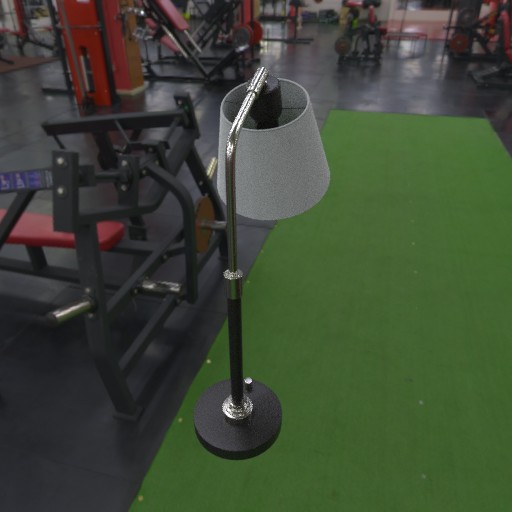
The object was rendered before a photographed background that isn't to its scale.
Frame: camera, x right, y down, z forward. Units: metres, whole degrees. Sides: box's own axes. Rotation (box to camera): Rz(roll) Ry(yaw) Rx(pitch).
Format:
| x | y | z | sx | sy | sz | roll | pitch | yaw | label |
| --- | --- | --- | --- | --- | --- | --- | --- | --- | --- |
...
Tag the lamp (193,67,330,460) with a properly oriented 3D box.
| x | y | z | sx | sy | sz | roll | pitch | yaw | label |
| --- | --- | --- | --- | --- | --- | --- | --- | --- | --- |
| 0.000 | 0.000 | 0.688 | 0.181 | 0.539 | 0.348 | 10 | 33 | 15 | lamp |
